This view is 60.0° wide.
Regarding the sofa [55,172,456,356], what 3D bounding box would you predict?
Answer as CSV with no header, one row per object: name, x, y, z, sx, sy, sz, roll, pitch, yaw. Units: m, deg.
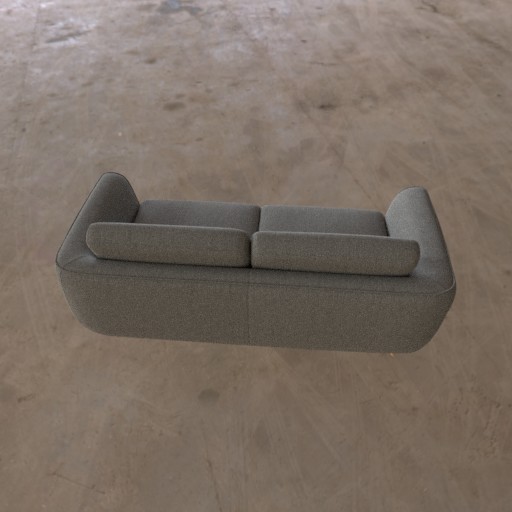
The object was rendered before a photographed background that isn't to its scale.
sofa,0.000,0.000,2.521,2.000,0.870,0.920,3,46,3
